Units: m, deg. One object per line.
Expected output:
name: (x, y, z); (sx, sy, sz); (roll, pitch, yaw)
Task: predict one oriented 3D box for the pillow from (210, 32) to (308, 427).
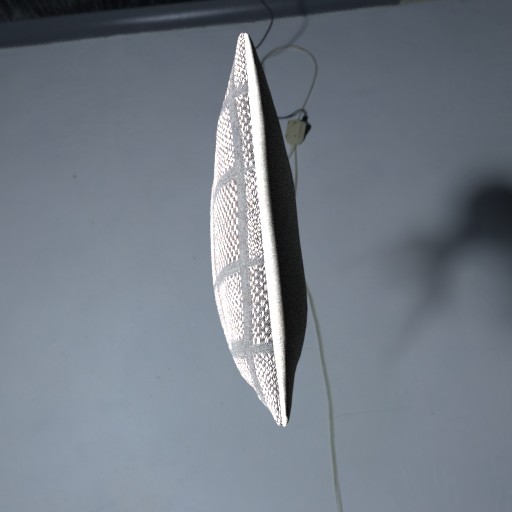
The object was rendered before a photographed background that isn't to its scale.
pillow: (0.000, 0.000, 0.668); (0.138, 0.432, 0.435); (-5, 76, -1)
